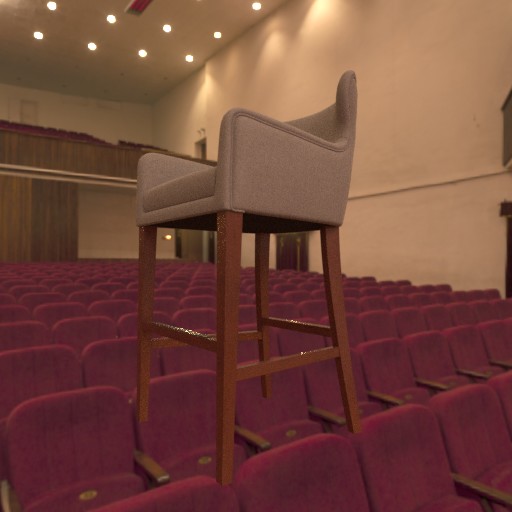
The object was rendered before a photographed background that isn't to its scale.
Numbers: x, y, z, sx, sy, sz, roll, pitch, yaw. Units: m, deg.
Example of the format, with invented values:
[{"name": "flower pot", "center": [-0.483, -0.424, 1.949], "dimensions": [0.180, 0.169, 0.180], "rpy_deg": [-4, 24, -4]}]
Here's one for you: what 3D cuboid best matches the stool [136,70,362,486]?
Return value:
[{"name": "stool", "center": [0.000, 0.000, 1.380], "dimensions": [0.575, 1.047, 0.575], "rpy_deg": [1, -1, -36]}]
